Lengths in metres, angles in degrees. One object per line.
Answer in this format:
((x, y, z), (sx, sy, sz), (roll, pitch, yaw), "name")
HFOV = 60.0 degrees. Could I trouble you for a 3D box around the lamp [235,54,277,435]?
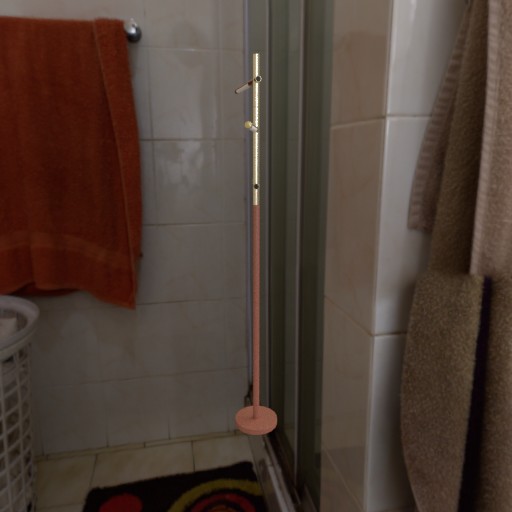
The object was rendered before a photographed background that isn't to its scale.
((0.000, 0.000, 2.022), (0.209, 1.704, 0.737), (-2, 13, -9), "lamp")
